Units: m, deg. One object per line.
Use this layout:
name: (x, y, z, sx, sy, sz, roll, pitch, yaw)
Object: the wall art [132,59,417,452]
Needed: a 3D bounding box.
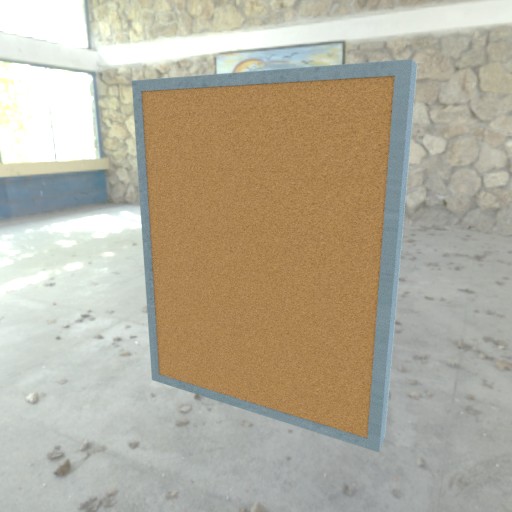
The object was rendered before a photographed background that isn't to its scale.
wall art: (0.000, 0.000, 0.662, 0.409, 0.509, 0.037, 8, 17, 27)
